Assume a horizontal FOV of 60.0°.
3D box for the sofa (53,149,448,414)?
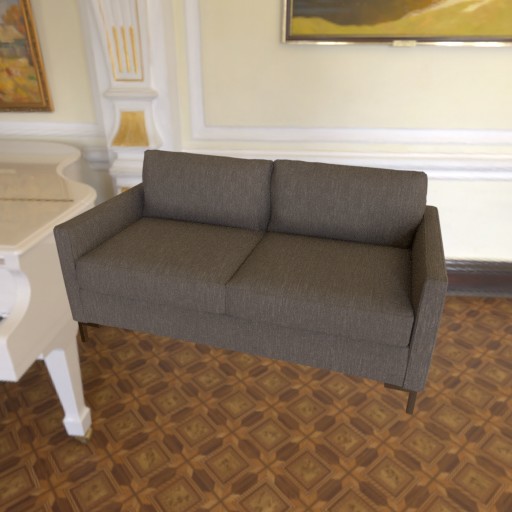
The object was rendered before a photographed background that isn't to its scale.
[{"bbox_3d":[0.000,0.000,2.184,1.682,0.840,0.875,8,27,16],"label":"sofa"}]
